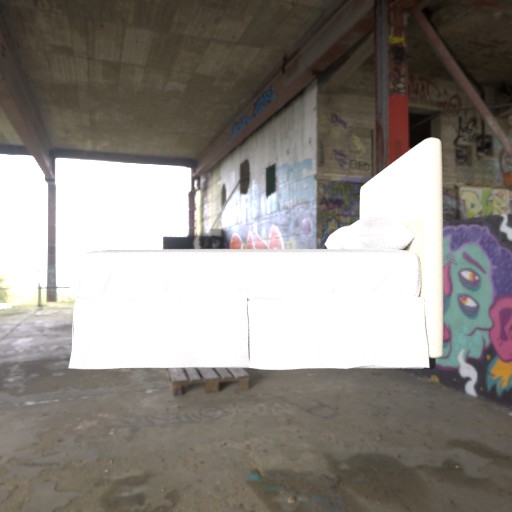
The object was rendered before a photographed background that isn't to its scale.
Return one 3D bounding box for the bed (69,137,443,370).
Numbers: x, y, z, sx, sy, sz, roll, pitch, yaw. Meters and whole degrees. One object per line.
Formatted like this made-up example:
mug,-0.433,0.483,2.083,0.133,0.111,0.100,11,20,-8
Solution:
bed,0.000,0.000,3.300,2.142,1.330,1.713,0,-1,1
